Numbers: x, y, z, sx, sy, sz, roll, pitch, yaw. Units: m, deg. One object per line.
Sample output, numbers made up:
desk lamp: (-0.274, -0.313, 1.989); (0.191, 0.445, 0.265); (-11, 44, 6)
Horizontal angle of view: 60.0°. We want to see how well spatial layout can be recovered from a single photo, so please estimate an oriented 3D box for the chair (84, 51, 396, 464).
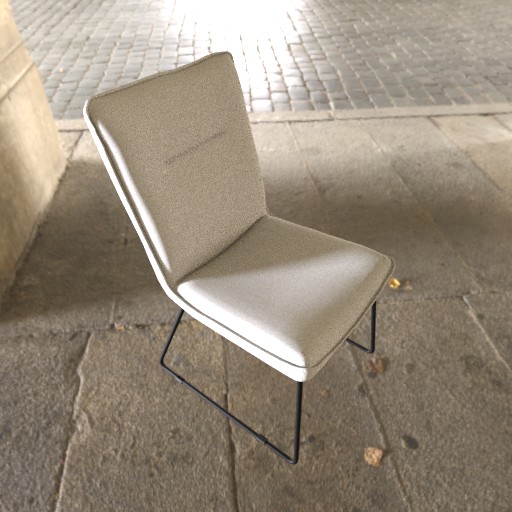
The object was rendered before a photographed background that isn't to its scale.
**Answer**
chair: (0.000, 0.000, 1.298); (0.688, 0.930, 0.515); (27, 47, 27)
